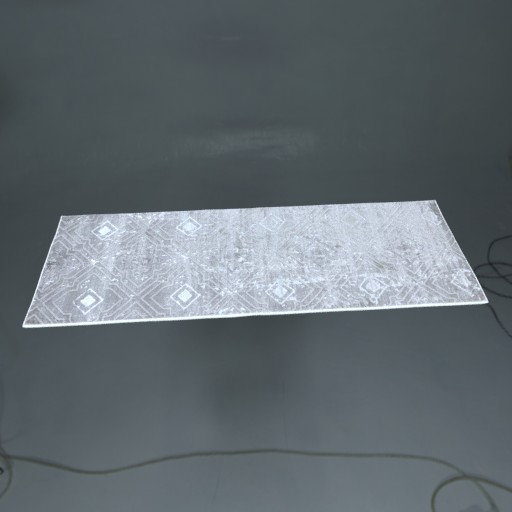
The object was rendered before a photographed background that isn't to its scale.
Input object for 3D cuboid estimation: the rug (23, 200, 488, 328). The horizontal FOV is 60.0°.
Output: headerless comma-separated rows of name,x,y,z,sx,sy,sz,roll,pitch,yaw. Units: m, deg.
rug,0.000,0.000,2.539,2.381,0.035,0.832,-3,47,-3
